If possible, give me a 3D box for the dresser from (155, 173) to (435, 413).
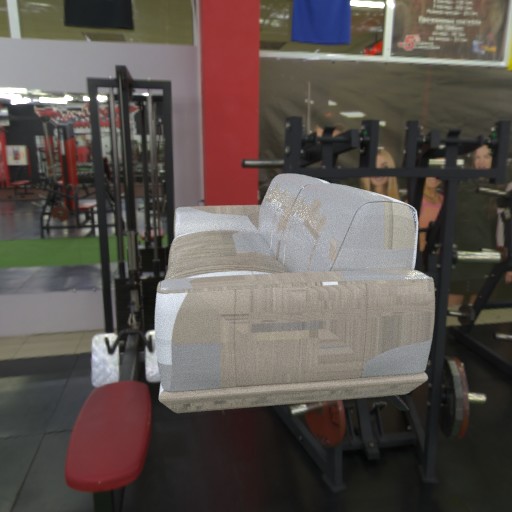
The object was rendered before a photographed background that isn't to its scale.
[{"bbox_3d":[0.000,0.000,5.581,2.251,1.863,4.679,-2,14,-8],"label":"dresser"}]
